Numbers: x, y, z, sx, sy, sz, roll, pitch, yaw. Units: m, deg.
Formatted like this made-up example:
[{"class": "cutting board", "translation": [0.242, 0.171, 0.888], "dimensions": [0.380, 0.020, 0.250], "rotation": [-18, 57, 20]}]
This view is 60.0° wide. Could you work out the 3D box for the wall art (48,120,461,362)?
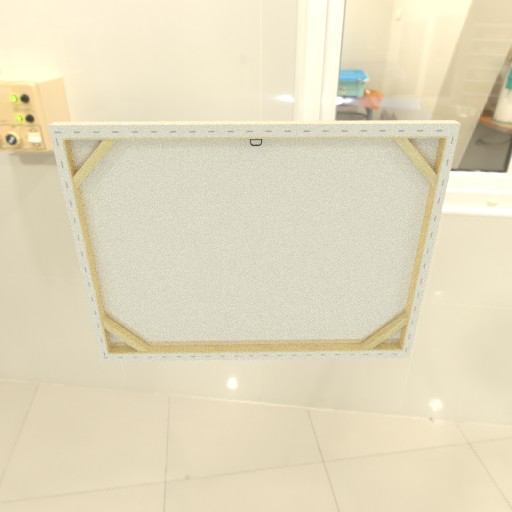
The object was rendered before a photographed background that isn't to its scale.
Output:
[{"class": "wall art", "translation": [0.000, 0.000, 1.292], "dimensions": [1.016, 0.762, 0.038], "rotation": [-1, 29, -1]}]
